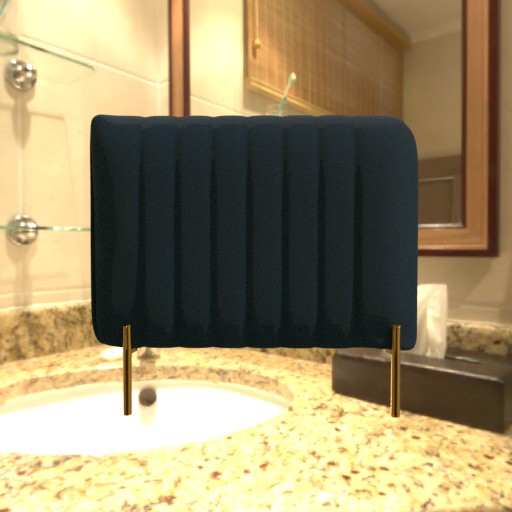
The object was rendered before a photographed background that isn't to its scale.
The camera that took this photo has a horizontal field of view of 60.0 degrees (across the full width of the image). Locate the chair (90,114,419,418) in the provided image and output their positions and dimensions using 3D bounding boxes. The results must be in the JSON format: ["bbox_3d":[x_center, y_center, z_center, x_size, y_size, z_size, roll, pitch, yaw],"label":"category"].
[{"bbox_3d":[0.000,0.000,1.577,0.877,0.793,0.947,0,2,1],"label":"chair"}]
